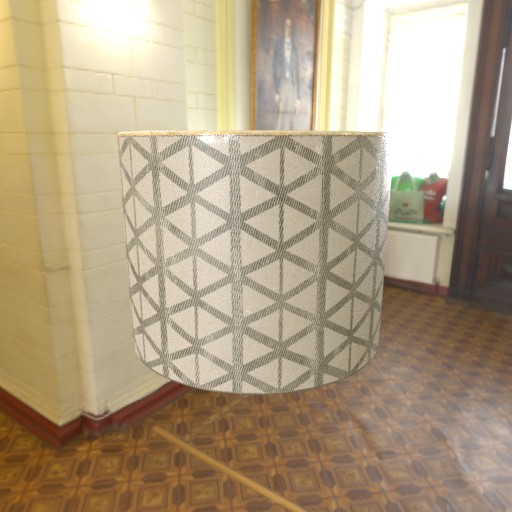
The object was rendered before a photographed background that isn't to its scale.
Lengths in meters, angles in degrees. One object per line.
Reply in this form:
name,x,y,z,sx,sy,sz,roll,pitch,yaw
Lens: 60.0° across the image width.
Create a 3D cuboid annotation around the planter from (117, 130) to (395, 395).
planter,0.000,0.000,0.447,0.250,0.239,0.250,0,15,0
